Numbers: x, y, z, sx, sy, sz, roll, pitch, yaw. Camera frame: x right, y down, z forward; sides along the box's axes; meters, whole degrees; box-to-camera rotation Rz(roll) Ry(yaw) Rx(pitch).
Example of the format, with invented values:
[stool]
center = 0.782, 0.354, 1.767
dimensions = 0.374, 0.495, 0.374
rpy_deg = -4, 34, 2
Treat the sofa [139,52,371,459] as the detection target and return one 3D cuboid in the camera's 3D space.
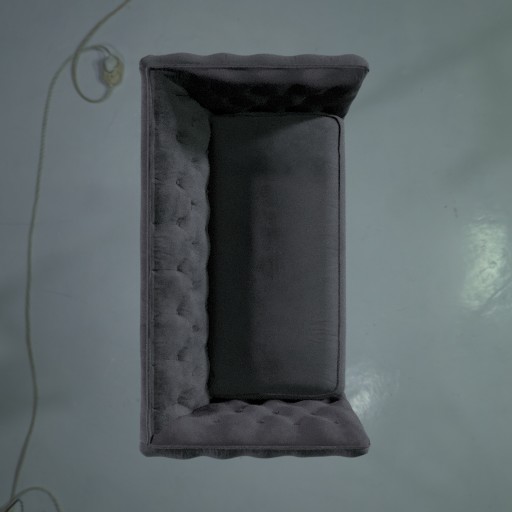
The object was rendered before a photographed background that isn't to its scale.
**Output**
[sofa]
center = 0.000, 0.000, 2.066
dimensions = 0.909, 0.810, 1.583
rpy_deg = 0, 89, 0
